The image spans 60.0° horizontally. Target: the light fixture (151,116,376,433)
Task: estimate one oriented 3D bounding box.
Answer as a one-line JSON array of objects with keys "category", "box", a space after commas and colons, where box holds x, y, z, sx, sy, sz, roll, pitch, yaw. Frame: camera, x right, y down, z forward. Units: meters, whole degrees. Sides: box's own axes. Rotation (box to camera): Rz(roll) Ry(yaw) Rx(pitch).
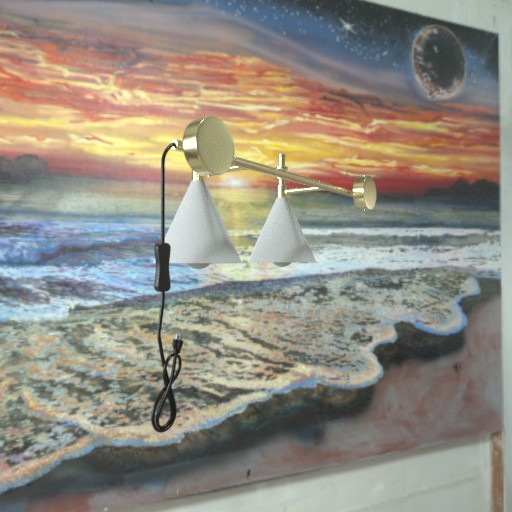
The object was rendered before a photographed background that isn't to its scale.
[{"category": "light fixture", "box": [0.000, 0.000, 0.871, 0.239, 0.468, 0.642, 0, 0, 37]}]
